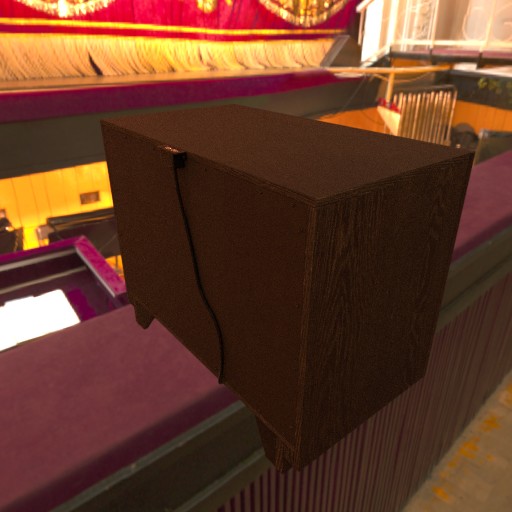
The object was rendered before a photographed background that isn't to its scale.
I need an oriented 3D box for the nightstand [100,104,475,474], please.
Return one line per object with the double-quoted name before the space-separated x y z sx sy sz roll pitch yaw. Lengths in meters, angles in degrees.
"nightstand" 0.000 0.000 1.122 0.457 0.612 0.775 -20 33 -34
